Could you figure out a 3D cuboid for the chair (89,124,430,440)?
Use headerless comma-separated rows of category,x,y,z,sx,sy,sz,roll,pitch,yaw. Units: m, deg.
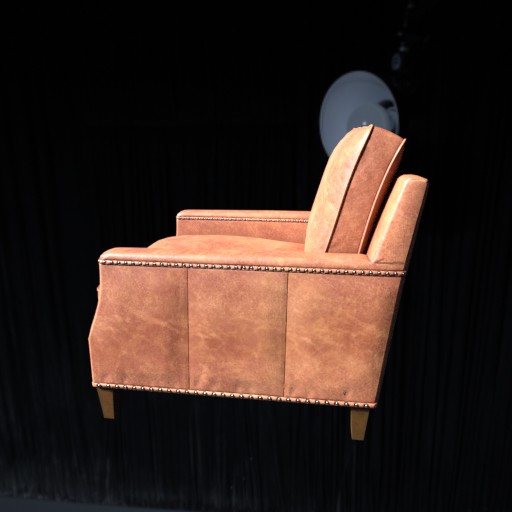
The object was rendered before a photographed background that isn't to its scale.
chair,0.000,0.000,1.683,1.014,0.943,0.853,2,15,7
